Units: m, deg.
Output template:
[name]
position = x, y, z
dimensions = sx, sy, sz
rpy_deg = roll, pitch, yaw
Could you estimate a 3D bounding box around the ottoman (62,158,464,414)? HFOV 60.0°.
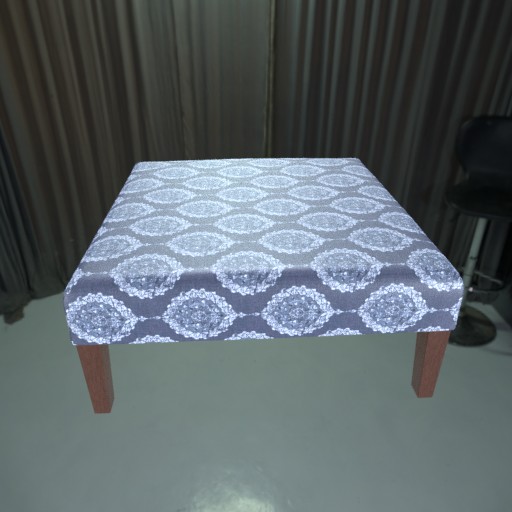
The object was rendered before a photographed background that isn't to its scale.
[ottoman]
position = 0.000, 0.000, 1.414
dimensions = 0.890, 0.409, 0.889
rpy_deg = -2, 29, -3
